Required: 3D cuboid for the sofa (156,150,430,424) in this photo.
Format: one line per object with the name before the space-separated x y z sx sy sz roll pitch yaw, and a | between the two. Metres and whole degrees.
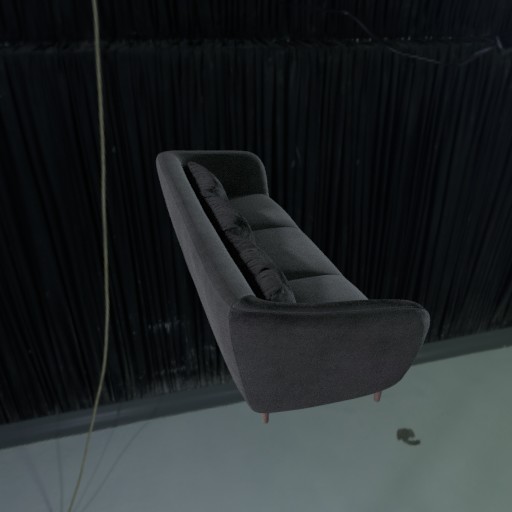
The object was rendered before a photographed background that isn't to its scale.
sofa | 0.000 0.000 2.754 0.956 0.875 2.296 -9 31 -16
